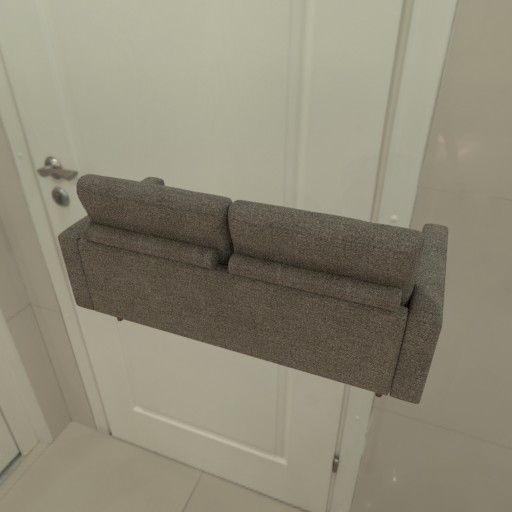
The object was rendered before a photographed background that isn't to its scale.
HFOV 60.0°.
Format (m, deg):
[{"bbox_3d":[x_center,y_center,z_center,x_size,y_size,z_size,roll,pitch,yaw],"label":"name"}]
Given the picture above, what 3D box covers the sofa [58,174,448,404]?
[{"bbox_3d":[0.000,0.000,2.331,1.821,0.902,0.863,12,35,18],"label":"sofa"}]
